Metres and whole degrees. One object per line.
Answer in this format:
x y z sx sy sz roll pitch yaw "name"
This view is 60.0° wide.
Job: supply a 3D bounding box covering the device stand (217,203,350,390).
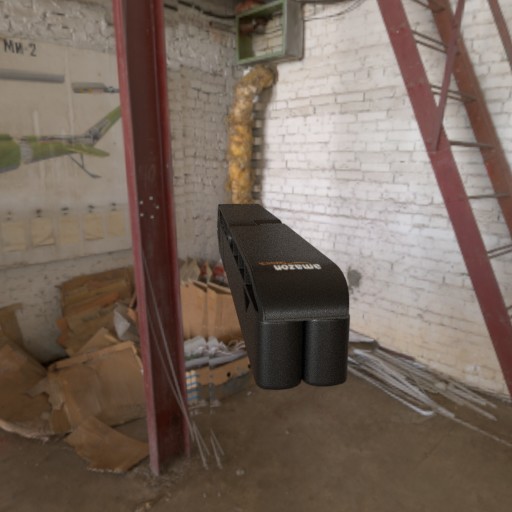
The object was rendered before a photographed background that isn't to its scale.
0.000 0.000 0.194 0.026 0.030 0.179 -2 13 -8 "device stand"
